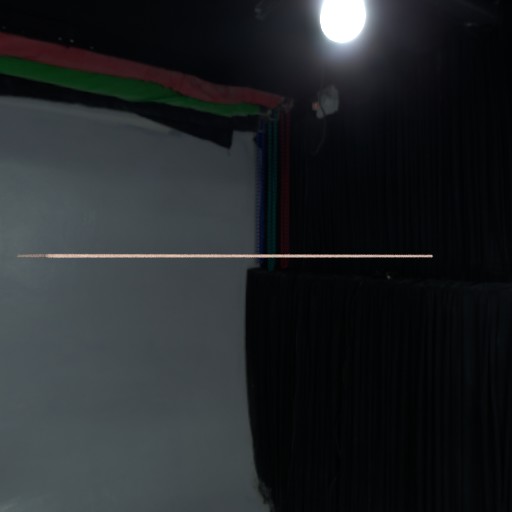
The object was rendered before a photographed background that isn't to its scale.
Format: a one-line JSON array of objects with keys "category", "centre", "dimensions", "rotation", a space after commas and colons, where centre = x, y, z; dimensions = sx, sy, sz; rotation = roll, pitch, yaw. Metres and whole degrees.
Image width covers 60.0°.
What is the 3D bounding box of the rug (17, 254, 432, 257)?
[{"category": "rug", "centre": [0.000, 0.000, 2.633], "dimensions": [2.435, 0.015, 0.760], "rotation": [0, 0, -35]}]
